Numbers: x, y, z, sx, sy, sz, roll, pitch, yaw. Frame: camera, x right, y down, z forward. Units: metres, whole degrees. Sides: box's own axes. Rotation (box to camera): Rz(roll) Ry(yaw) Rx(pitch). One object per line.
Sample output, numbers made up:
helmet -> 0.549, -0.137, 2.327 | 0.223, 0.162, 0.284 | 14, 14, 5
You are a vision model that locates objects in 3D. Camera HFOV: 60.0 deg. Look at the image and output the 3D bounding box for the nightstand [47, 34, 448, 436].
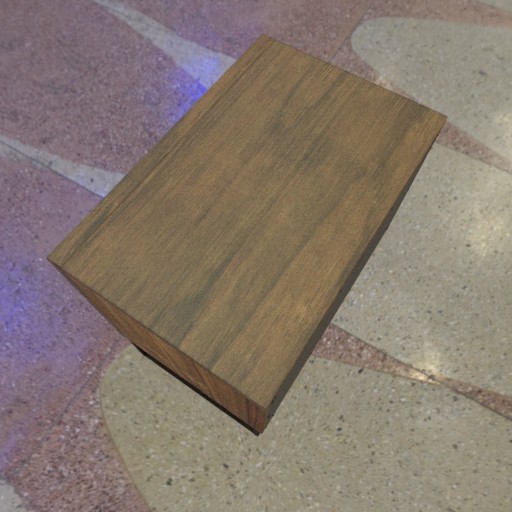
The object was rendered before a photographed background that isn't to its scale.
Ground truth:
nightstand -> 0.000, 0.000, 1.020 | 0.437, 0.610, 0.610 | 31, 68, 14
